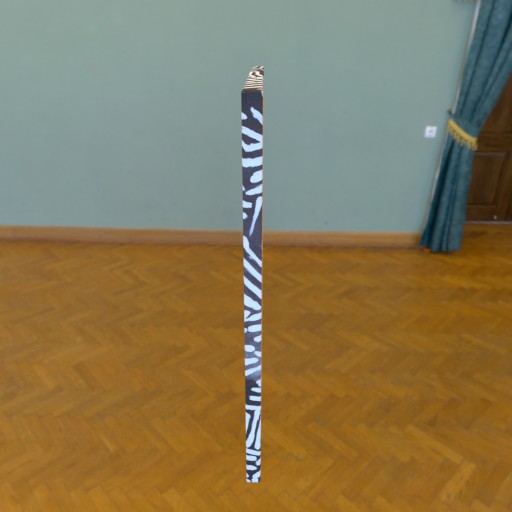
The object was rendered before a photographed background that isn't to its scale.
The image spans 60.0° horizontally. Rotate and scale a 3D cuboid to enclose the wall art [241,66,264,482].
[{"bbox_3d":[0.000,0.000,1.341,0.038,1.017,0.765,0,26,1],"label":"wall art"}]
